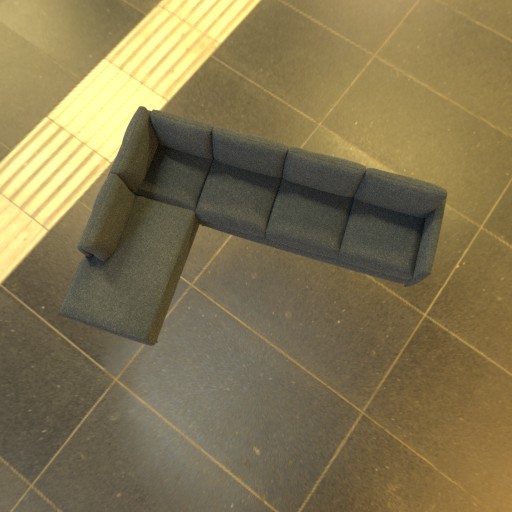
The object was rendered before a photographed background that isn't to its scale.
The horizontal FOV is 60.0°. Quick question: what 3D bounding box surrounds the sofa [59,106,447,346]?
[{"bbox_3d":[0.000,0.000,3.907,2.949,0.815,2.007,16,75,5],"label":"sofa"}]
